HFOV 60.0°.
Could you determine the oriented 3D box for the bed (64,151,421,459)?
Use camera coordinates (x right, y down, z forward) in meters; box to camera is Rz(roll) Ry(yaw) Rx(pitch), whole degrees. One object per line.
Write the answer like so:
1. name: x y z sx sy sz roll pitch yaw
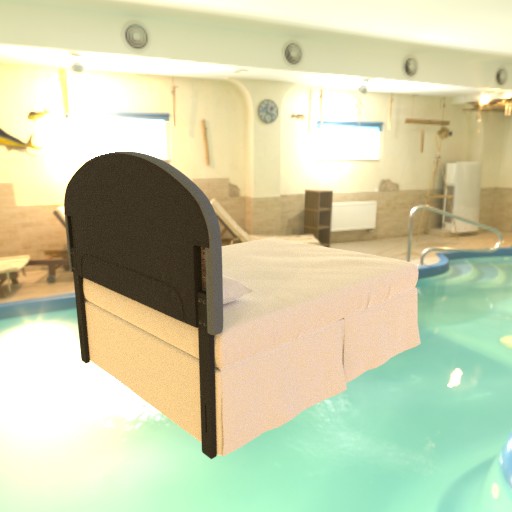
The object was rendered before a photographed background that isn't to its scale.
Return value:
1. bed: 0.000 0.000 3.093 2.005 1.410 1.607 -12 17 -43
